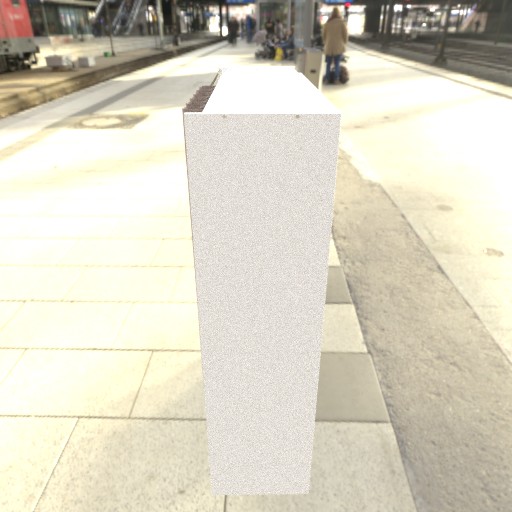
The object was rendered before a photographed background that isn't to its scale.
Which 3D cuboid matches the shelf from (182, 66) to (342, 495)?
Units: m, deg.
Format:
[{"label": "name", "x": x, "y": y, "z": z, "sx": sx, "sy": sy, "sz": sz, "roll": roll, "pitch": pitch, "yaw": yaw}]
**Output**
[{"label": "shelf", "x": 0.000, "y": 0.000, "z": 2.470, "sx": 0.500, "sy": 1.820, "sz": 1.600, "roll": 0, "pitch": 28, "yaw": -1}]
